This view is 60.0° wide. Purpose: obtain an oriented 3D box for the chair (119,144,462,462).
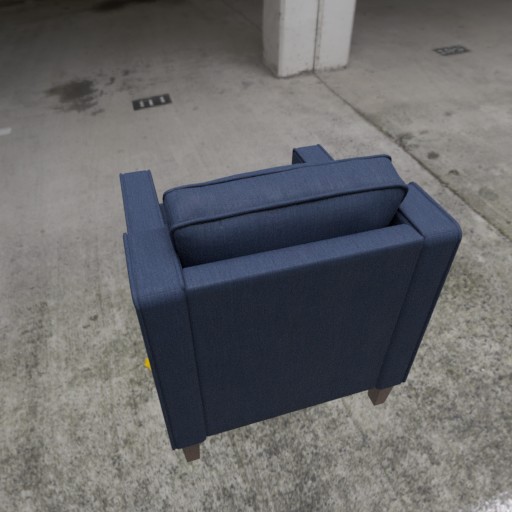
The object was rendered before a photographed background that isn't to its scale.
[{"bbox_3d":[0.000,0.000,1.578,0.831,0.960,0.909,-11,42,-13],"label":"chair"}]
